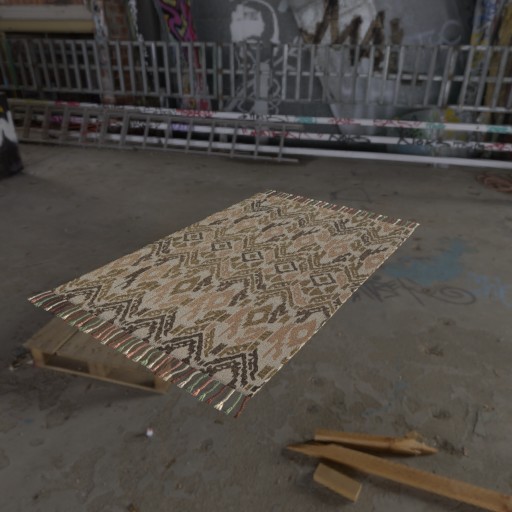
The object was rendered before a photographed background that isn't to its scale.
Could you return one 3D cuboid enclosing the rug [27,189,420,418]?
[{"bbox_3d":[0.000,0.000,3.039,1.524,0.008,2.438,18,32,31],"label":"rug"}]
